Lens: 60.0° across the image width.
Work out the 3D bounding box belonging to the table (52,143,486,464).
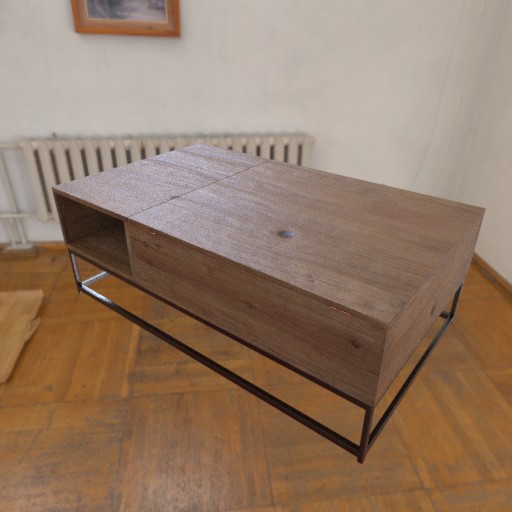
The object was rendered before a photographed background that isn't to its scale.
[{"bbox_3d":[0.000,0.000,1.391,1.101,0.395,0.655,21,35,33],"label":"table"}]
